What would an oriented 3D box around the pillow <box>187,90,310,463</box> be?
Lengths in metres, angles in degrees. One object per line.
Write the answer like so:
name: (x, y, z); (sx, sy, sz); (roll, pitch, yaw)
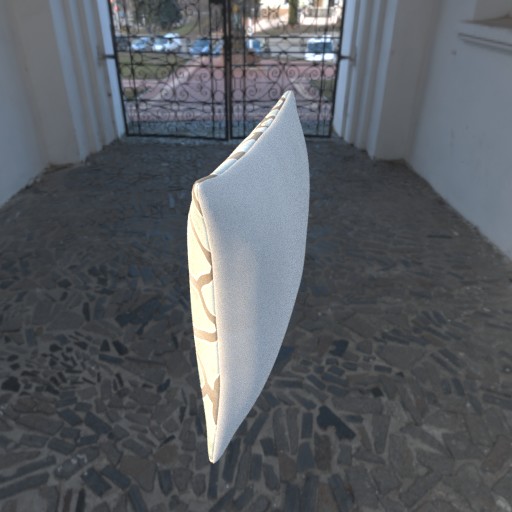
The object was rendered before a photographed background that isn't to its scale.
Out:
pillow: (0.000, 0.000, 0.847); (0.166, 0.508, 0.552); (8, 32, 12)
